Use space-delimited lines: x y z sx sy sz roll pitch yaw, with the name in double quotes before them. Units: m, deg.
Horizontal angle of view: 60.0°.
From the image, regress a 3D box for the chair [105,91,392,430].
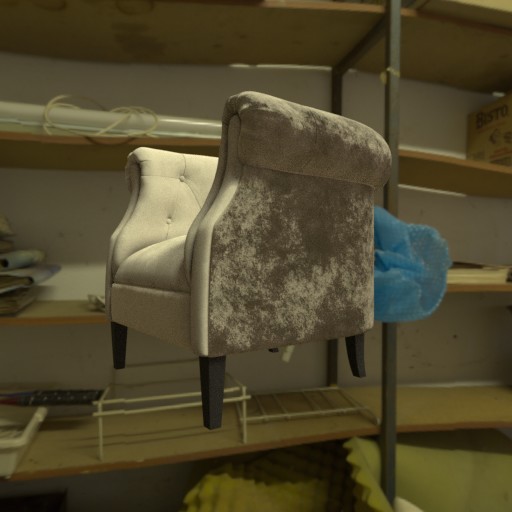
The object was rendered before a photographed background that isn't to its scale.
"chair" 0.000 0.000 1.566 0.851 0.826 0.904 0 0 -35
